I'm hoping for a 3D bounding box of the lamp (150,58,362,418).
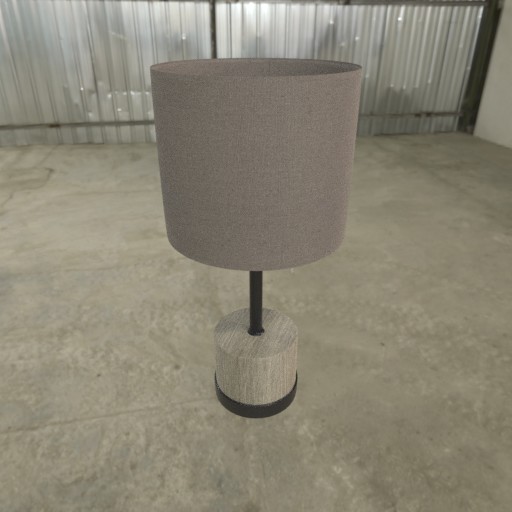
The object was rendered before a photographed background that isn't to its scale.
[{"bbox_3d":[0.000,0.000,0.593,0.229,0.470,0.229,9,29,16],"label":"lamp"}]
